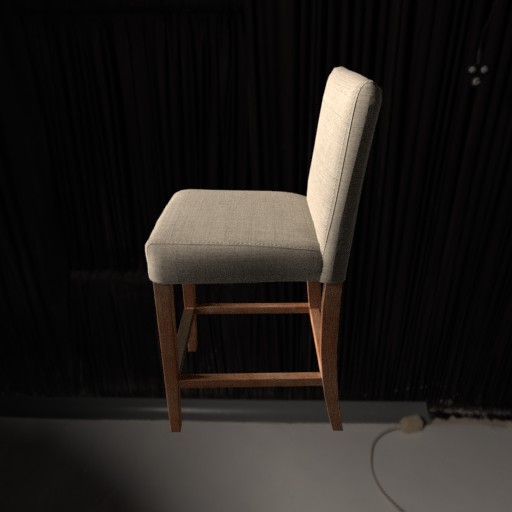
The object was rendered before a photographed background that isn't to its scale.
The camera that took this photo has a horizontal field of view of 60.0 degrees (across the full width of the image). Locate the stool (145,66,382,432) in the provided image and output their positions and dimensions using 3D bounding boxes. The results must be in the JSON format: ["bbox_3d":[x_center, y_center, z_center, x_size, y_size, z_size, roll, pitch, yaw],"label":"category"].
[{"bbox_3d":[0.000,0.000,1.352,0.567,1.039,0.454,0,27,0],"label":"stool"}]
